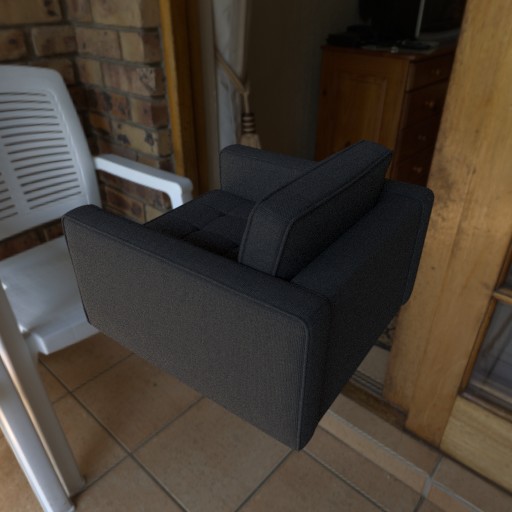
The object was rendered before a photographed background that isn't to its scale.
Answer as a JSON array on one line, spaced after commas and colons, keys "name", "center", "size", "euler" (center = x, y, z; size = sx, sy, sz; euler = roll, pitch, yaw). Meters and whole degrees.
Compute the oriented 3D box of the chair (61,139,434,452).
[{"name": "chair", "center": [0.000, 0.000, 1.564], "size": [0.919, 0.770, 0.899], "euler": [21, 37, 30]}]
